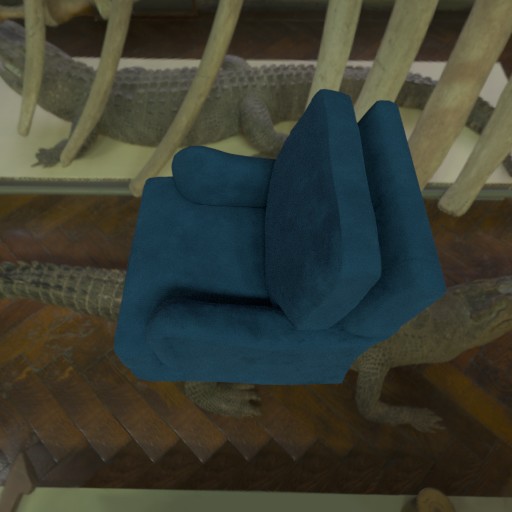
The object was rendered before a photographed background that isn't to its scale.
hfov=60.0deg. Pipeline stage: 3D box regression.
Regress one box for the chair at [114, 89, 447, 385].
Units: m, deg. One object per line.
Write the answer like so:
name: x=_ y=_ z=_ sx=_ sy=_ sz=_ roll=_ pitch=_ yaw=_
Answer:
chair: x=0.000 y=0.000 z=1.831 sx=1.078 sy=1.076 sz=0.895 roll=0 pitch=56 yaw=0
